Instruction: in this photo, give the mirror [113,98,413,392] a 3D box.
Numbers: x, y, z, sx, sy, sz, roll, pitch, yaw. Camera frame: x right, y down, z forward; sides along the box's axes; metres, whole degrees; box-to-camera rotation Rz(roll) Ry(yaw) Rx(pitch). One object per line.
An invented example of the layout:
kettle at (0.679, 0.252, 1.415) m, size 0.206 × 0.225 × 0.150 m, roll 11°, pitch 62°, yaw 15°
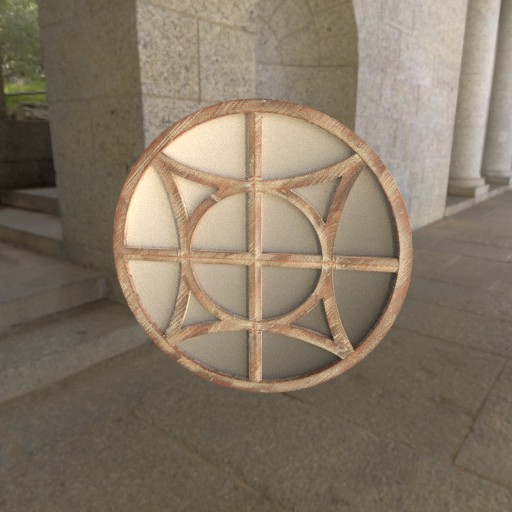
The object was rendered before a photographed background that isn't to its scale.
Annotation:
mirror at (0.000, 0.000, 1.061) m, size 0.710 × 0.710 × 0.038 m, roll 2°, pitch 15°, yaw 9°
